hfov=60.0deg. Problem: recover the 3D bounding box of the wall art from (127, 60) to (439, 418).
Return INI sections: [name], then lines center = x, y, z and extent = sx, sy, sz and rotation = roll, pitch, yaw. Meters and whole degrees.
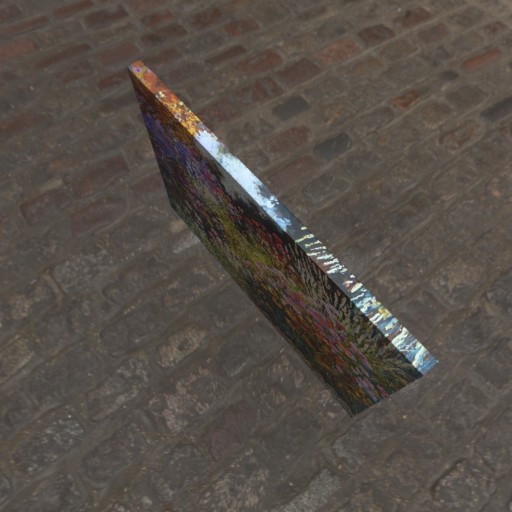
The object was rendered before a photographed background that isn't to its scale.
[wall art]
center = 0.000, 0.000, 1.149
extent = 0.037, 0.604, 0.908
rotation = -36, 69, -16
